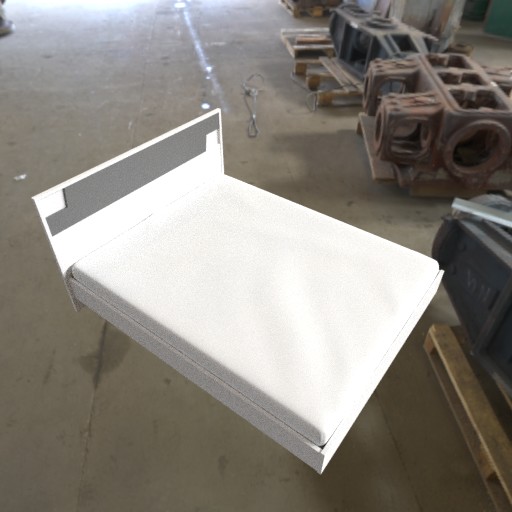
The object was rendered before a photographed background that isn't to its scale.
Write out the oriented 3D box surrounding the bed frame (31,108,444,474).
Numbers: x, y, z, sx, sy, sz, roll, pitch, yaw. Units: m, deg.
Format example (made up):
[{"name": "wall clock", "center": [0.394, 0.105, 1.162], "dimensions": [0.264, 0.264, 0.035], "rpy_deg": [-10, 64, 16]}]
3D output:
[{"name": "bed frame", "center": [0.000, 0.000, 3.027], "dimensions": [2.100, 1.001, 1.711], "rpy_deg": [26, 47, 27]}]
